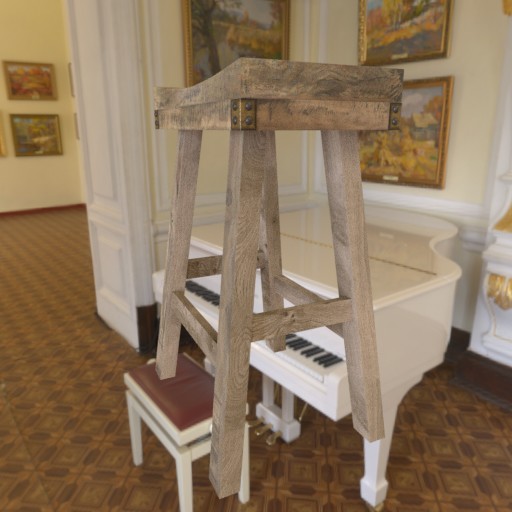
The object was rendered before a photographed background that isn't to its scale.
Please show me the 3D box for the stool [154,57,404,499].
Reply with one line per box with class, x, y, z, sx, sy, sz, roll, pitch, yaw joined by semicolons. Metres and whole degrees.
stool;0.000;0.000;0.854;0.330;0.635;0.450;-8;18;-25
